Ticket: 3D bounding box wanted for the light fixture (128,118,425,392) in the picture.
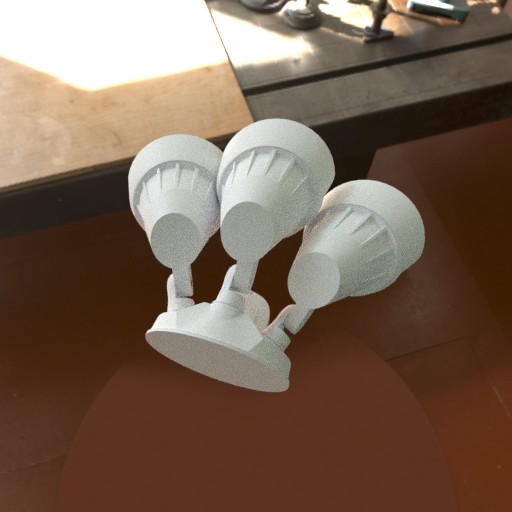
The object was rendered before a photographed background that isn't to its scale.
[{"bbox_3d":[0.000,0.000,0.538,0.369,0.237,0.278,16,63,8],"label":"light fixture"}]
